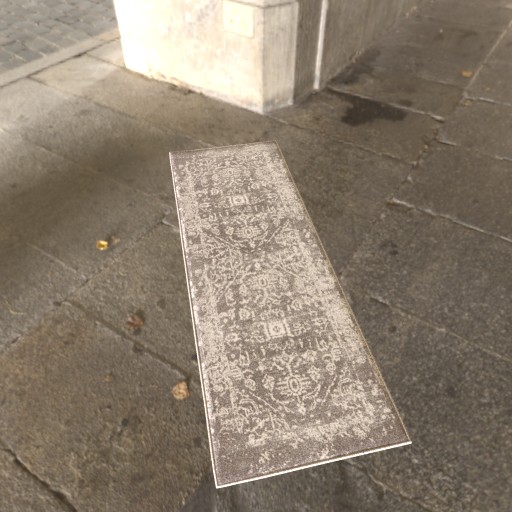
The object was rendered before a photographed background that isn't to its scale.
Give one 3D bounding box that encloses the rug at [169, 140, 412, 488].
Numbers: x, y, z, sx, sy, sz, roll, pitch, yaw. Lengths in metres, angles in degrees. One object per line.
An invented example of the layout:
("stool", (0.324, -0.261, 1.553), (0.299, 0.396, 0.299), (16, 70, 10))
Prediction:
("rug", (0.000, 0.000, 2.663), (0.855, 0.017, 2.452), (-9, 47, -8))
